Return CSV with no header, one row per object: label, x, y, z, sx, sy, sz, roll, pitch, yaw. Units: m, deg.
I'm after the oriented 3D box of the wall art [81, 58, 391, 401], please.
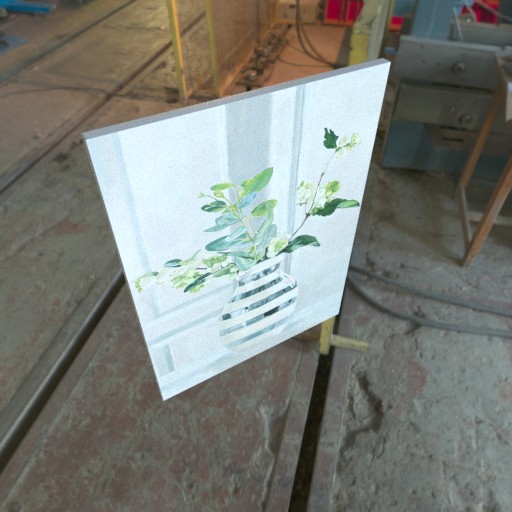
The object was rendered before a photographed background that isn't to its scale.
wall art,0.000,0.000,1.600,0.914,1.212,0.038,-22,48,-21
